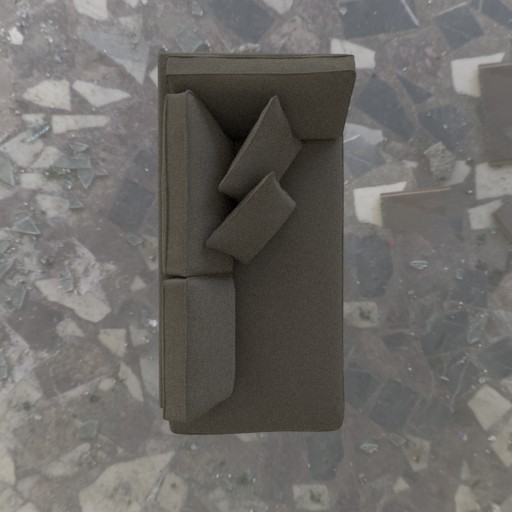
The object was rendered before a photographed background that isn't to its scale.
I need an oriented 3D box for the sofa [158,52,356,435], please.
[{"bbox_3d":[0.000,0.000,2.739,1.110,1.033,2.237,0,91,0],"label":"sofa"}]
